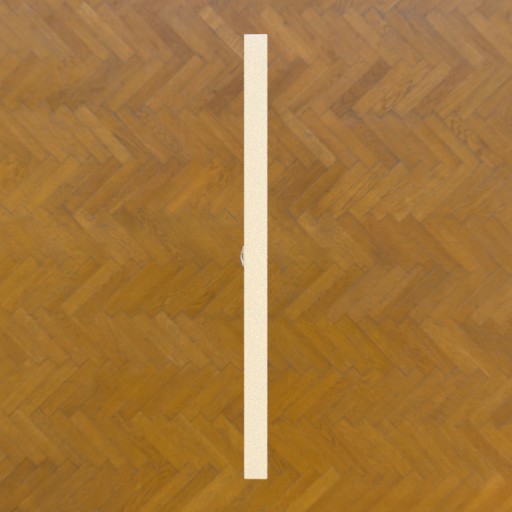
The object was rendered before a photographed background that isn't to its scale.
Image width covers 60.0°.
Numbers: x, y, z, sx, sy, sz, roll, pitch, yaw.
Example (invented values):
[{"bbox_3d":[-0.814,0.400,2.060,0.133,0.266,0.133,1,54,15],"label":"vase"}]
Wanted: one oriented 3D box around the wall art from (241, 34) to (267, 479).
[{"bbox_3d":[0.000,0.000,1.138,0.050,0.762,0.761,0,90,1],"label":"wall art"}]
